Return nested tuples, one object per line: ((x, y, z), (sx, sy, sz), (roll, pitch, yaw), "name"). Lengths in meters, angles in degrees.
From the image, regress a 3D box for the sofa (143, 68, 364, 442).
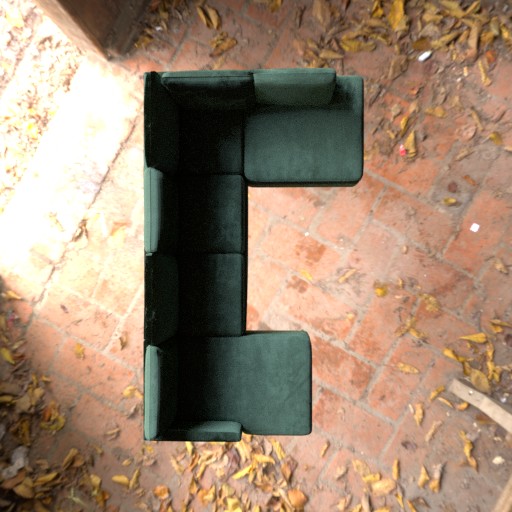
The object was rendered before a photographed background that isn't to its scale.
((0.000, 0.000, 4.252), (2.055, 0.992, 3.434), (0, 90, 2), "sofa")
